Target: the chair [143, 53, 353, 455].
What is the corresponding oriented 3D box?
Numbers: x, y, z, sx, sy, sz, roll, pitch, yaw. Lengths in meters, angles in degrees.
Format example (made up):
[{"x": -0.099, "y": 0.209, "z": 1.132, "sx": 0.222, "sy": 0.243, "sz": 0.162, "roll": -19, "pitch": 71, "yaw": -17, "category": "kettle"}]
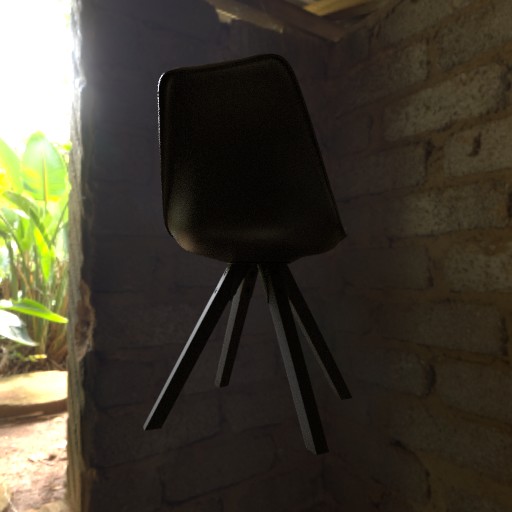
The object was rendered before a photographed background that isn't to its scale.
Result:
[{"x": 0.000, "y": 0.000, "z": 1.196, "sx": 0.485, "sy": 0.850, "sz": 0.530, "roll": -1, "pitch": -2, "yaw": 19, "category": "chair"}]
